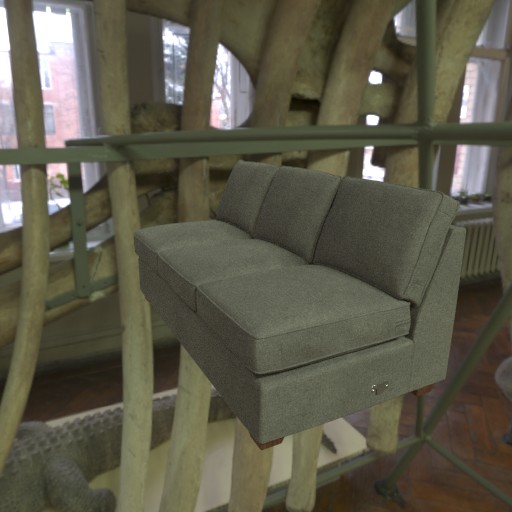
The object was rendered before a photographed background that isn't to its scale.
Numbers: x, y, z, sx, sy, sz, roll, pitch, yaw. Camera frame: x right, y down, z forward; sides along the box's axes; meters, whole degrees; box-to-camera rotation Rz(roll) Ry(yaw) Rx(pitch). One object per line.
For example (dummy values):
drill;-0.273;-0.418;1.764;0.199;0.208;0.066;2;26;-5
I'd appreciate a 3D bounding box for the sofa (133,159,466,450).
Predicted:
sofa;0.000;0.000;2.559;1.027;0.973;1.962;-8;17;-26
